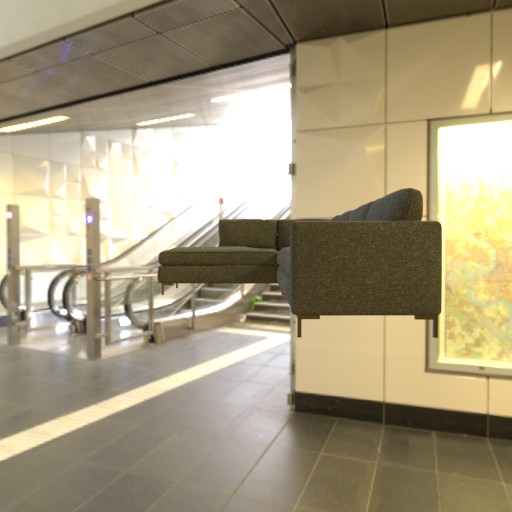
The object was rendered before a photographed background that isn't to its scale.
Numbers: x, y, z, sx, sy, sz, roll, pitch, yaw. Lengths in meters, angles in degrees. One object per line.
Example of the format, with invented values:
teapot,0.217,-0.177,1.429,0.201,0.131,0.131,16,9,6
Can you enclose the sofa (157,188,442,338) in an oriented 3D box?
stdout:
sofa,0.000,0.000,3.785,2.007,0.815,2.949,0,1,1
